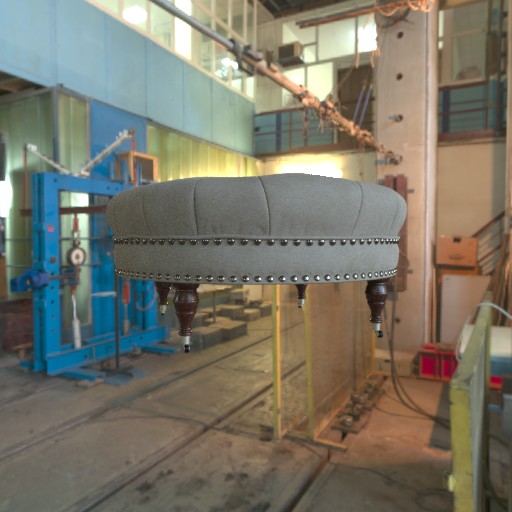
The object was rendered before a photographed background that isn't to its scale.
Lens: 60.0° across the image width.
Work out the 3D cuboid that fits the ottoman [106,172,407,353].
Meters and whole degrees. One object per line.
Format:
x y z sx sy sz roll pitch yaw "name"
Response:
0.000 0.000 1.396 0.901 0.439 0.901 0 2 0 "ottoman"
